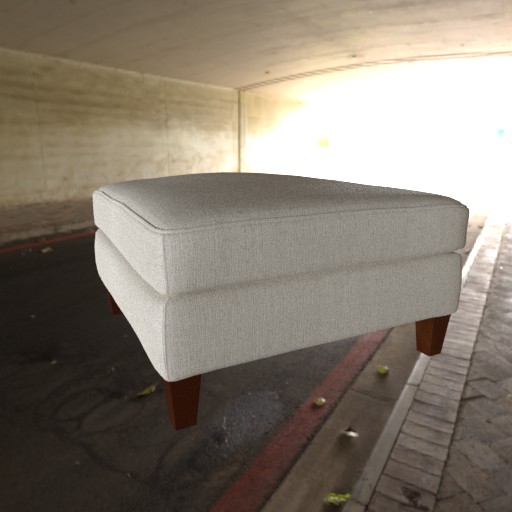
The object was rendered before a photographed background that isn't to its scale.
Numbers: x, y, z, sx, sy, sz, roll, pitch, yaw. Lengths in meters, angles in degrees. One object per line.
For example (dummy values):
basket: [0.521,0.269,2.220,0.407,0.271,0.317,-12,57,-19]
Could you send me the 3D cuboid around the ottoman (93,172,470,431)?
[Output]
ottoman: [0.000,0.000,1.342,0.838,0.478,0.838,-7,16,-26]
